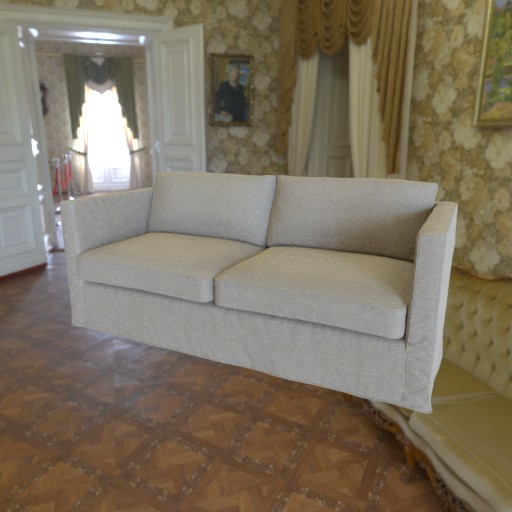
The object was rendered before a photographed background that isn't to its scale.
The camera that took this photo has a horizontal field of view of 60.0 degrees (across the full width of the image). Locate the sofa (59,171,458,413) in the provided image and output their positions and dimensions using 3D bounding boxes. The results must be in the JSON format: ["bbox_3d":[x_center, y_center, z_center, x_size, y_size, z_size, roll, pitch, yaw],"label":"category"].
[{"bbox_3d":[0.000,0.000,2.446,1.987,0.847,0.956,7,17,25],"label":"sofa"}]
